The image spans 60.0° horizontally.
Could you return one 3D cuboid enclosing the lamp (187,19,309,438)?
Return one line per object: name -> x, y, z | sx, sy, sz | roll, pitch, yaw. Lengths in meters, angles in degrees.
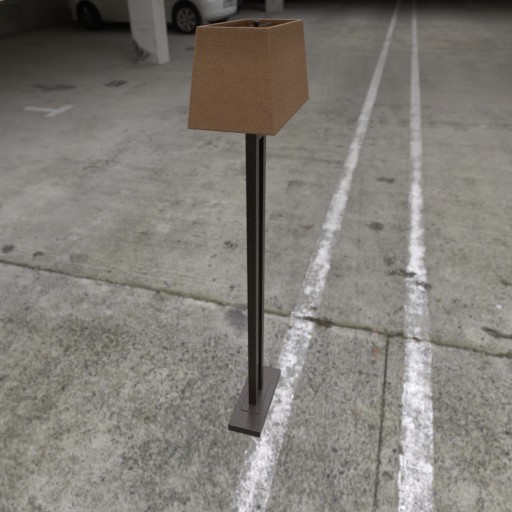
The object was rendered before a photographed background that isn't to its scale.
lamp -> 0.000, 0.000, 1.567 | 0.233, 1.469, 0.475 | 8, 32, 14
